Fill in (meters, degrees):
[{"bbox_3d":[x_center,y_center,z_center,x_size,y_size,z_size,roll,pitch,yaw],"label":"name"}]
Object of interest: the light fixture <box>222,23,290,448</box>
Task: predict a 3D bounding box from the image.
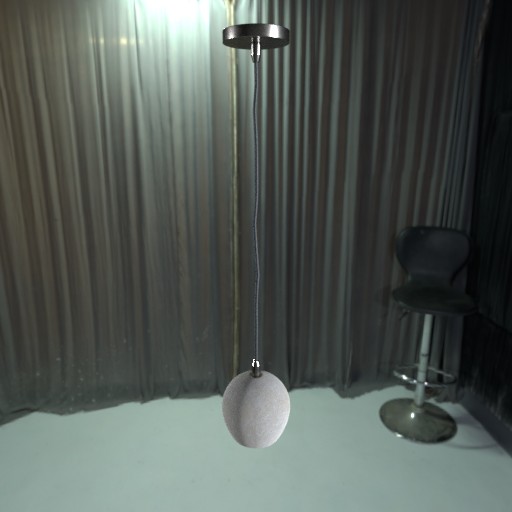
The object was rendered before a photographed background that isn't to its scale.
[{"bbox_3d":[0.000,0.000,0.827,0.139,0.764,0.139,-3,15,-11],"label":"light fixture"}]
